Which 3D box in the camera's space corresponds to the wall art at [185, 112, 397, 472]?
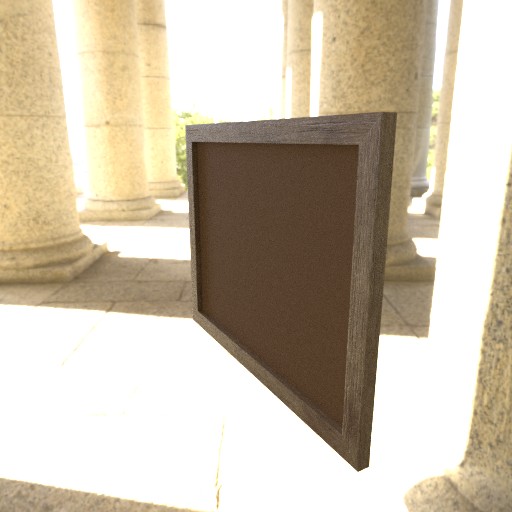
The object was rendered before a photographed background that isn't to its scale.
[{"bbox_3d":[0.000,0.000,0.917,0.026,0.535,0.690,-8,17,-28],"label":"wall art"}]
